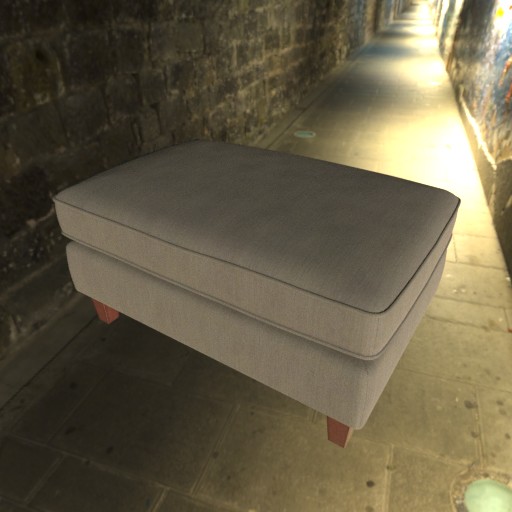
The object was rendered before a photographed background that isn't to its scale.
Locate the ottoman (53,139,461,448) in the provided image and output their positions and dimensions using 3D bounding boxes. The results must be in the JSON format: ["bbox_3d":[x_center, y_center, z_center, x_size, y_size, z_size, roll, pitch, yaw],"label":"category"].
[{"bbox_3d":[0.000,0.000,1.273,0.941,0.480,0.636,19,36,28],"label":"ottoman"}]
